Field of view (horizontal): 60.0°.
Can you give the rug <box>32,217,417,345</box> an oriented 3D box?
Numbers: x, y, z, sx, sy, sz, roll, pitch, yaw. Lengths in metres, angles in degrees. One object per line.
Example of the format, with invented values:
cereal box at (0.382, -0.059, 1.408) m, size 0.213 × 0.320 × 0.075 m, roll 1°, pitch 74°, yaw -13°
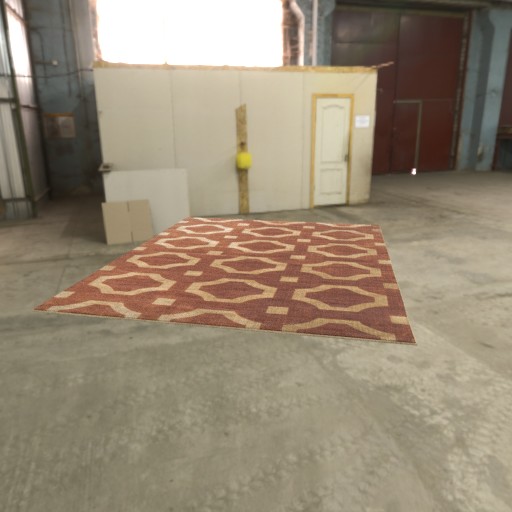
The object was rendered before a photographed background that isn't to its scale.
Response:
rug at (0.000, 0.000, 4.170) m, size 2.466 × 0.021 × 3.049 m, roll 3°, pitch 17°, yaw 11°
